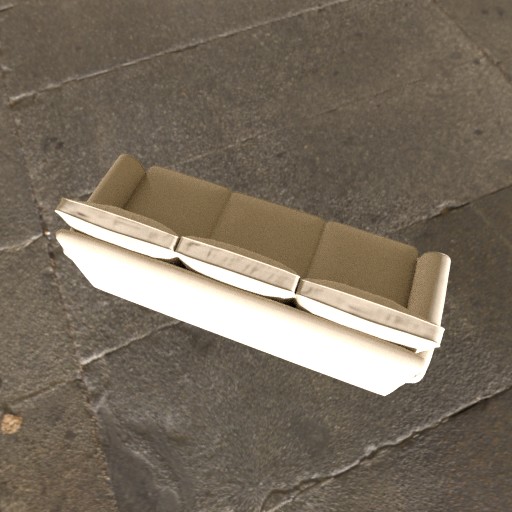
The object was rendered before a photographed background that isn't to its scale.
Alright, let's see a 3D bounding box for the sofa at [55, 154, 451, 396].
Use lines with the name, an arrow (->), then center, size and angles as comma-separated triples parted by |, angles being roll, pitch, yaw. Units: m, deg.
sofa -> 0.000, 0.000, 2.892 | 2.354, 0.948, 0.966 | 19, 64, 10
